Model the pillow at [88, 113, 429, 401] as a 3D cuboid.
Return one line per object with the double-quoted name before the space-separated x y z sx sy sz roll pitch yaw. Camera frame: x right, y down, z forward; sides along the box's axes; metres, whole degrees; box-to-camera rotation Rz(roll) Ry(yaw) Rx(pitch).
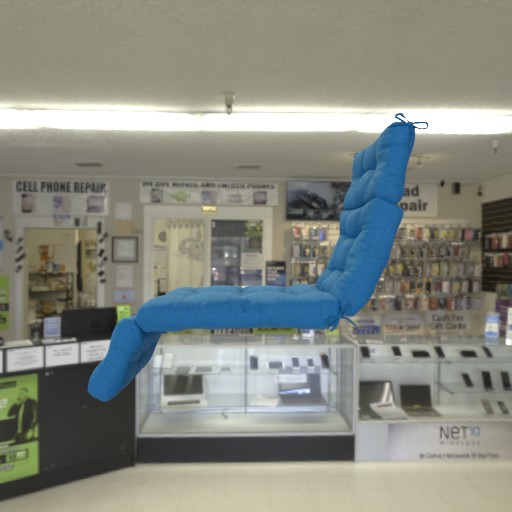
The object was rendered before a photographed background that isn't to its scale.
"pillow" 0.000 0.000 1.545 1.016 0.863 0.526 0 0 -1
